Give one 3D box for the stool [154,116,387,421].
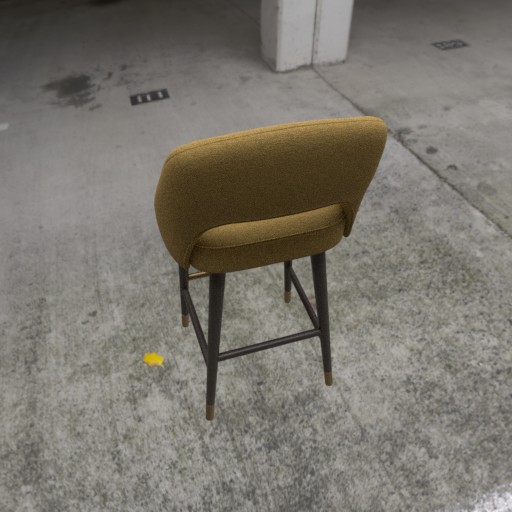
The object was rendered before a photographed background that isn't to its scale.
[{"bbox_3d":[0.000,0.000,1.322,0.536,1.032,0.522,-12,42,-13],"label":"stool"}]
